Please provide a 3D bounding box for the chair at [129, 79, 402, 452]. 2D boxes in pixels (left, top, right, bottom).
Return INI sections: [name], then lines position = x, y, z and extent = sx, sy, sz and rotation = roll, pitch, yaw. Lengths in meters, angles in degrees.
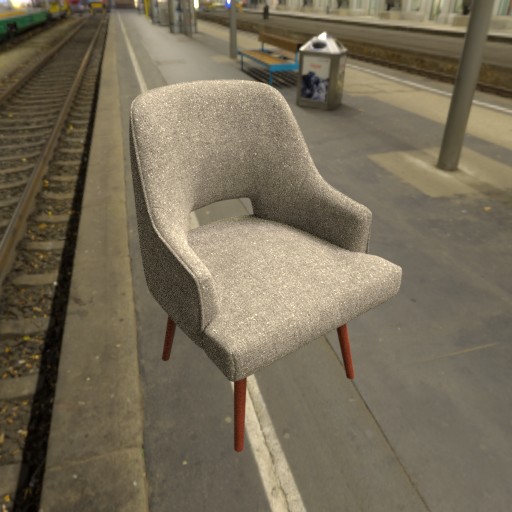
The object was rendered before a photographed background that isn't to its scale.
[chair]
position = 0.000, 0.000, 1.280
extent = 0.608, 0.875, 0.629
rotation = -21, 36, -31
